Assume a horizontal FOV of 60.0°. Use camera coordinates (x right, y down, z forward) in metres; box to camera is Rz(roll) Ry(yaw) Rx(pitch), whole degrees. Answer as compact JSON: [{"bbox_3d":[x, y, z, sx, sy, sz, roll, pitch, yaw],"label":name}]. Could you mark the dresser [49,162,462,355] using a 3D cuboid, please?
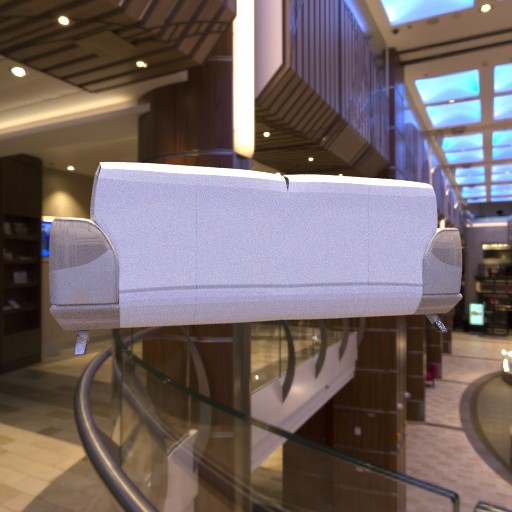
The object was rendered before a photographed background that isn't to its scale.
[{"bbox_3d":[0.000,0.000,5.766,4.679,1.863,2.251,0,-1,-18],"label":"dresser"}]
